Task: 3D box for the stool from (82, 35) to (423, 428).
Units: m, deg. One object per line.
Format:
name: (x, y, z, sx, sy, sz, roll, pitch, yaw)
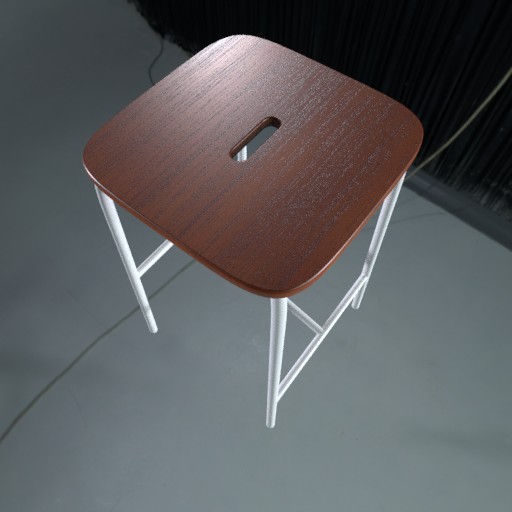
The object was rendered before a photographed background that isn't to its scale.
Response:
stool: (0.000, 0.000, 0.840, 0.376, 0.610, 0.376, 34, 65, 18)
